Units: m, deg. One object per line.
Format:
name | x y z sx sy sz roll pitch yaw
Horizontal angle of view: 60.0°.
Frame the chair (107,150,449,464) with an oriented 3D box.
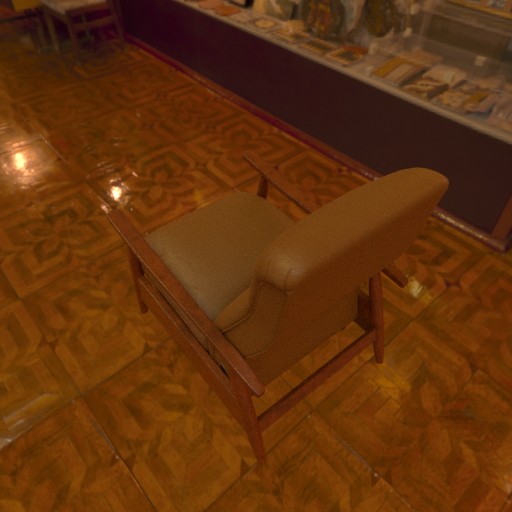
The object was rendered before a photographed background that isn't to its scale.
chair | 0.000 0.000 1.756 0.762 1.082 1.014 -30 53 -26
